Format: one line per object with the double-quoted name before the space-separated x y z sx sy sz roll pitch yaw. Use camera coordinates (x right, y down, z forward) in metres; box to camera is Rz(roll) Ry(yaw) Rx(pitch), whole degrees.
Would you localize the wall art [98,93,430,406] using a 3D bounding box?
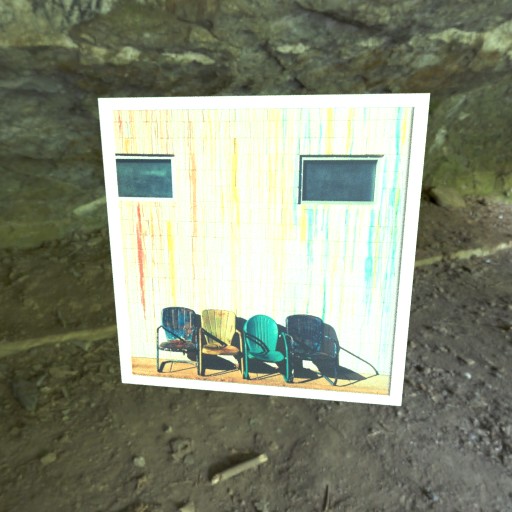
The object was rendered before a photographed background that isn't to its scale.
"wall art" 0.000 0.000 1.118 0.760 0.760 0.036 2 15 8
